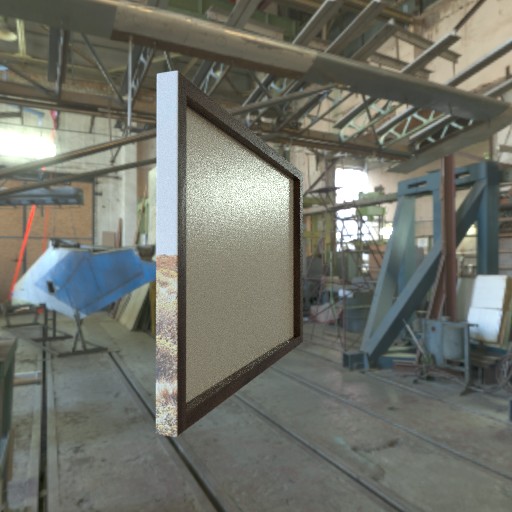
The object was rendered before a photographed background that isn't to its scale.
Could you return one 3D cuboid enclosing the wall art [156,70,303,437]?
[{"bbox_3d":[0.000,0.000,1.465,0.051,0.761,1.138,0,-1,19],"label":"wall art"}]
